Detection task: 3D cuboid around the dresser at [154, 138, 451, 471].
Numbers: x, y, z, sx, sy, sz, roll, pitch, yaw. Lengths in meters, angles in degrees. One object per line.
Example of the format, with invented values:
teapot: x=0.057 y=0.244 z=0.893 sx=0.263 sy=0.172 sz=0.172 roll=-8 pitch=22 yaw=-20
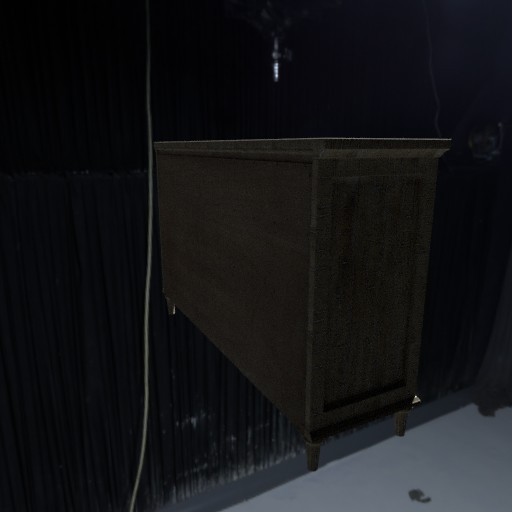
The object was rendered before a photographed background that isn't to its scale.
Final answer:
dresser: x=0.000 y=0.000 z=2.029 sx=0.457 sy=1.016 sz=1.626 roll=-7 pitch=16 yaw=-27
